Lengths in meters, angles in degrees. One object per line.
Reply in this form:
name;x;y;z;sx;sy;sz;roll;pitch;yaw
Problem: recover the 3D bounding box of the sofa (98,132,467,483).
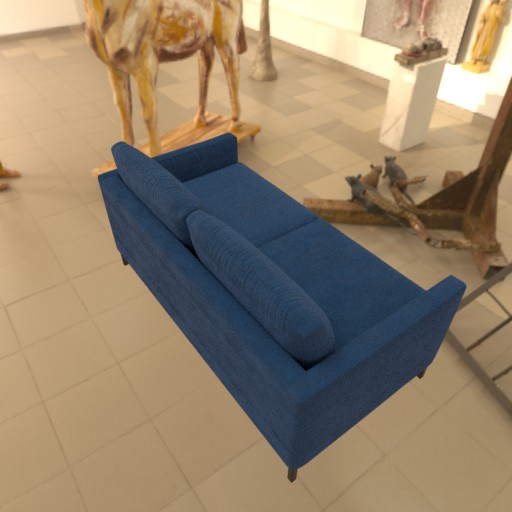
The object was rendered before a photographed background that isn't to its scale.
sofa;0.000;0.000;2.158;0.875;0.817;1.676;-26;47;-27
